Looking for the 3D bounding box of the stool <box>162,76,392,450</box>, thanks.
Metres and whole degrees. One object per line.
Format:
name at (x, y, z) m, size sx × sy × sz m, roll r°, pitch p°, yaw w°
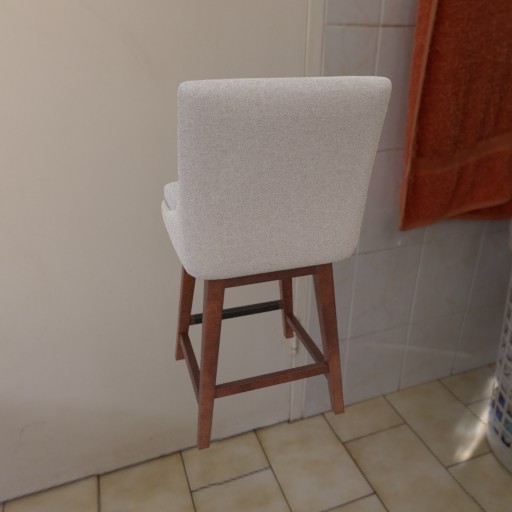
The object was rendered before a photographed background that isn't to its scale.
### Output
stool at (0.000, 0.000, 1.284) m, size 0.469 × 0.991 × 0.559 m, roll -8°, pitch 27°, yaw -16°
